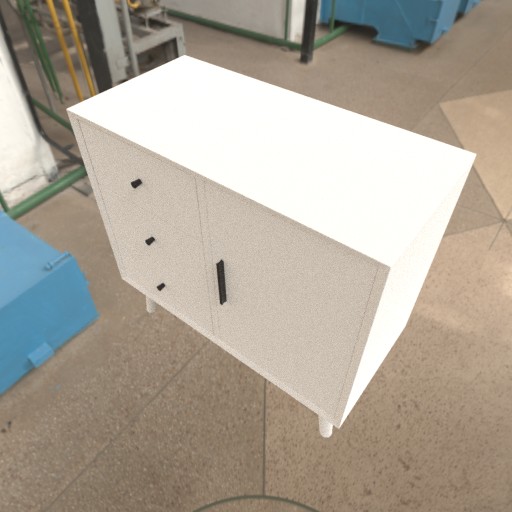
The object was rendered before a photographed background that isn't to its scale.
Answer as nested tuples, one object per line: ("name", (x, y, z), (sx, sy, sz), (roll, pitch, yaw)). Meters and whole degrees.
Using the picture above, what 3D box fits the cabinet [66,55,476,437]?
("cabinet", (0.000, 0.000, 1.212), (0.800, 0.761, 0.398), (29, 52, 25))
